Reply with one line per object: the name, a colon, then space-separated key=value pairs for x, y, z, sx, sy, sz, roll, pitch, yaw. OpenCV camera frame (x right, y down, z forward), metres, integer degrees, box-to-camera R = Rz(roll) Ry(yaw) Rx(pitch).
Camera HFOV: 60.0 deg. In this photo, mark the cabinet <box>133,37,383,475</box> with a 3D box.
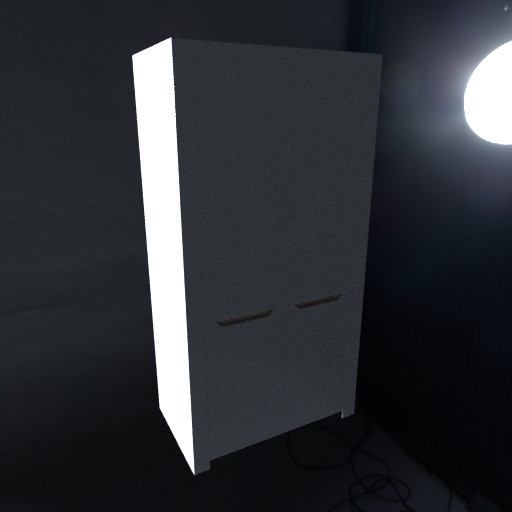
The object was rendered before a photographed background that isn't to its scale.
cabinet: x=0.000 y=0.000 z=2.308 sx=0.980 sy=1.920 sz=0.580 roll=-9 pitch=20 yaw=-26
